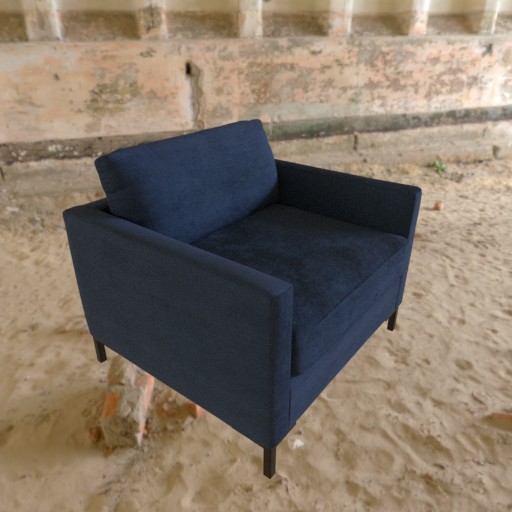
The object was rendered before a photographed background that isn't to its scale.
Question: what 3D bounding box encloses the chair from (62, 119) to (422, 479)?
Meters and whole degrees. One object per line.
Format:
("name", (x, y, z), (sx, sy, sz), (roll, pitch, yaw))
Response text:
("chair", (0.000, 0.000, 1.608), (0.875, 0.812, 0.964), (20, 33, 33))
